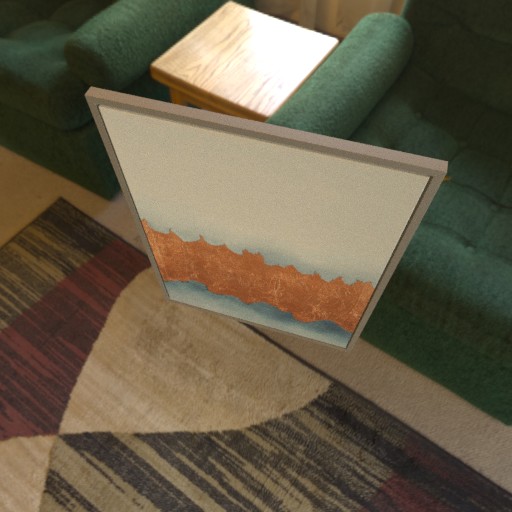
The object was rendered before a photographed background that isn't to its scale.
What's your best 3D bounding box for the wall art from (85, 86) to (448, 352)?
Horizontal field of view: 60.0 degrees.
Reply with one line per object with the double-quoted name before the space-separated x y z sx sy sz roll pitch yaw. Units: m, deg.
"wall art" 0.000 0.000 1.378 0.789 1.042 0.034 14 60 9
